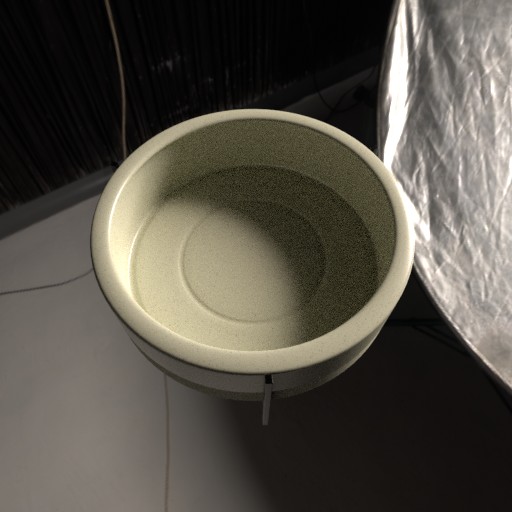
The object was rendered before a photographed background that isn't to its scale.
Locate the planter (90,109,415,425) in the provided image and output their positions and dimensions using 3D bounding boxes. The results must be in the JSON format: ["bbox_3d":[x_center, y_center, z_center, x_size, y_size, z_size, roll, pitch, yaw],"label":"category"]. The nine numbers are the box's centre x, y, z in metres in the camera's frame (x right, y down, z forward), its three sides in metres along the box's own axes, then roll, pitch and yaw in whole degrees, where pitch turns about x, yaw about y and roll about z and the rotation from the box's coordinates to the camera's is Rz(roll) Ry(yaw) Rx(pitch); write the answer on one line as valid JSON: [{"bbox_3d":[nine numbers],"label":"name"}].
[{"bbox_3d":[0.000,0.000,0.536,0.345,0.171,0.336,-31,63,-18],"label":"planter"}]
